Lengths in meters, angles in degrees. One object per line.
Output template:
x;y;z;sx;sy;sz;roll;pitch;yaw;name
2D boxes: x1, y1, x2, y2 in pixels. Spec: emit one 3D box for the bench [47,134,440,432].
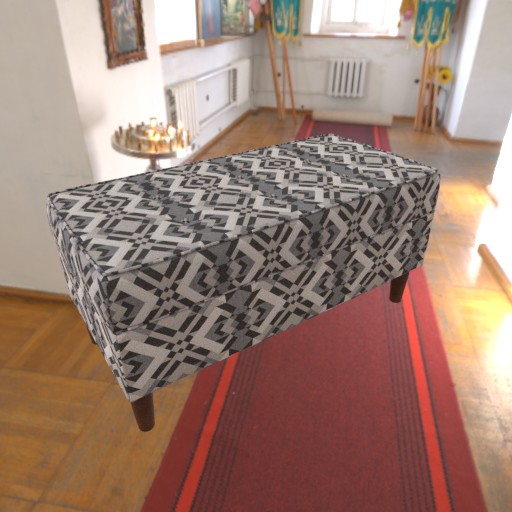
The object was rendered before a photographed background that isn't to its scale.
0.000;0.000;1.325;1.016;0.477;0.492;-19;36;-29;bench
